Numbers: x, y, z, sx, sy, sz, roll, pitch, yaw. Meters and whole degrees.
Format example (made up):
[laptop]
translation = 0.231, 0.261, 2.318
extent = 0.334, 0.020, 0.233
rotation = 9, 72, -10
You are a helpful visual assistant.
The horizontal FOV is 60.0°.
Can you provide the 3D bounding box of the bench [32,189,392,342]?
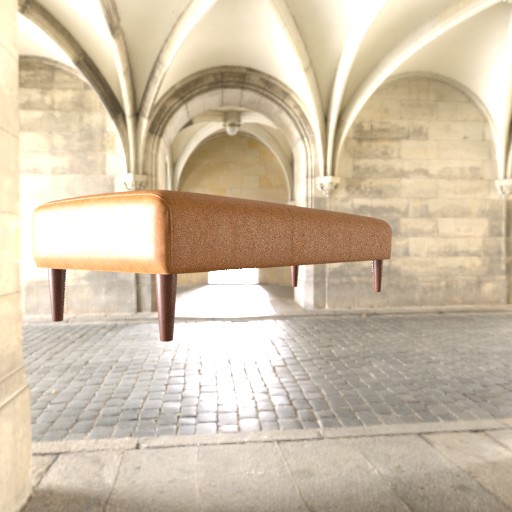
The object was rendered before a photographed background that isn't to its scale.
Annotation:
[bench]
translation = 0.000, 0.000, 1.879
extent = 0.653, 0.399, 1.610
rotation = 1, 2, 36
